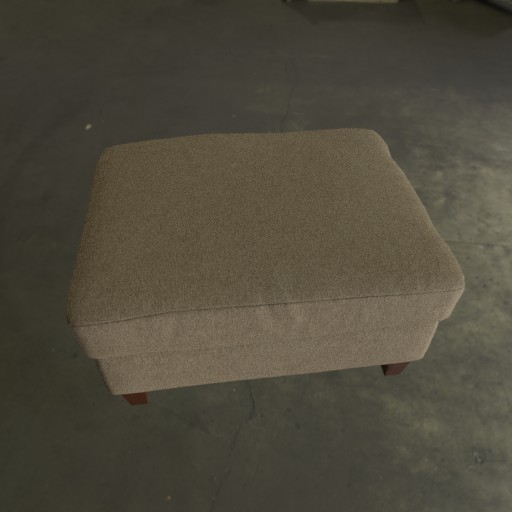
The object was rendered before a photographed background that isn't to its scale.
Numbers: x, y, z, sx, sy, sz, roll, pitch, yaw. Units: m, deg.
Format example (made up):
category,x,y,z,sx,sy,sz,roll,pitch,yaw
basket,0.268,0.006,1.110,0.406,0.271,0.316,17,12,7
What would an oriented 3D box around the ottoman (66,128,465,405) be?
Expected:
category,x,y,z,sx,sy,sz,roll,pitch,yaw
ottoman,0.000,0.000,1.309,0.889,0.511,0.692,-5,46,-5
